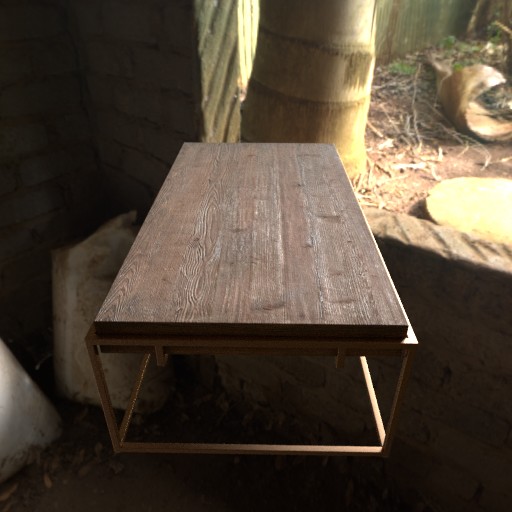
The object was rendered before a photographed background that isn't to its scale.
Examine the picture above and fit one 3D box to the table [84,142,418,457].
[{"bbox_3d":[0.000,0.000,1.719,0.775,0.468,1.387,1,32,1],"label":"table"}]
